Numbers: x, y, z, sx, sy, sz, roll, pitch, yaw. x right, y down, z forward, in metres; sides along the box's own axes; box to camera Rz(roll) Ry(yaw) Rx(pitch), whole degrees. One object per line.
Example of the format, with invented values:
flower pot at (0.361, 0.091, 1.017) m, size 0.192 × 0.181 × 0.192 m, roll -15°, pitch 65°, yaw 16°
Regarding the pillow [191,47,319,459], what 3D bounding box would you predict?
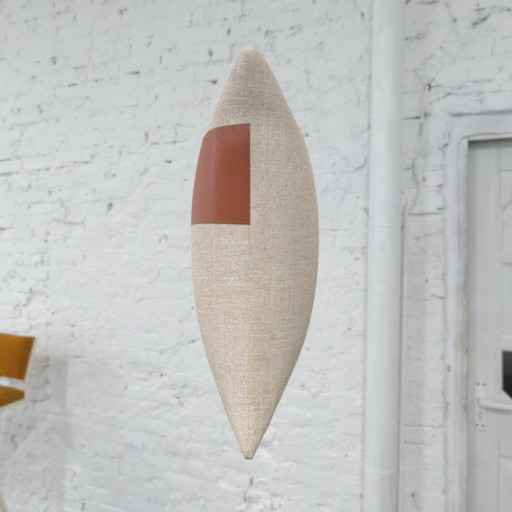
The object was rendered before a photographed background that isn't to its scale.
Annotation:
pillow at (0.000, 0.000, 0.628) m, size 0.173 × 0.399 × 0.414 m, roll 0°, pitch 0°, yaw 2°
